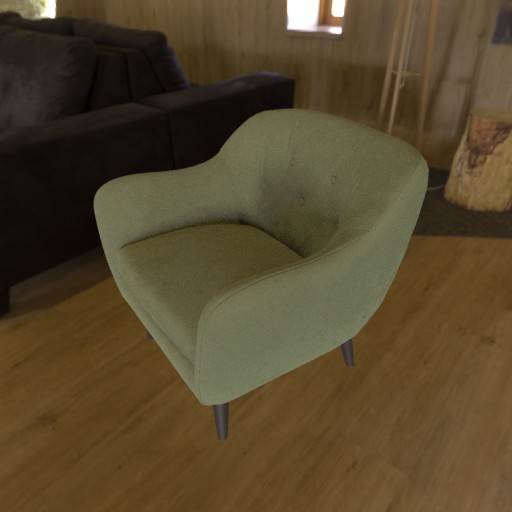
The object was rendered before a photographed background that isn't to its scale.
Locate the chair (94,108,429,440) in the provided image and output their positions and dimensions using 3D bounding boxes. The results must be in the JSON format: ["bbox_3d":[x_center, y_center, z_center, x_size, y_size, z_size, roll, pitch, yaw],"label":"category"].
[{"bbox_3d":[0.000,0.000,1.492,0.819,0.804,0.840,-20,36,-29],"label":"chair"}]
